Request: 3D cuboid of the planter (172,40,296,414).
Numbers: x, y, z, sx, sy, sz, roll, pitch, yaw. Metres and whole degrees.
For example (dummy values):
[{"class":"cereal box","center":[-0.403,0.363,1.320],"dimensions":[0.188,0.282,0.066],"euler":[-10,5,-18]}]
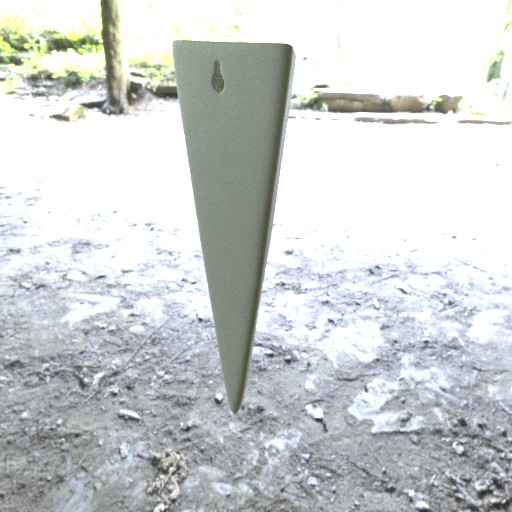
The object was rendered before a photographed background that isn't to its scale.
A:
[{"class":"planter","center":[0.000,0.000,0.387],"dimensions":[0.065,0.338,0.143],"euler":[-18,32,-32]}]
